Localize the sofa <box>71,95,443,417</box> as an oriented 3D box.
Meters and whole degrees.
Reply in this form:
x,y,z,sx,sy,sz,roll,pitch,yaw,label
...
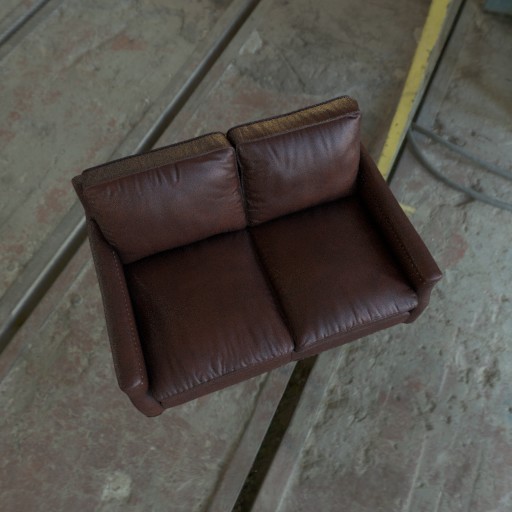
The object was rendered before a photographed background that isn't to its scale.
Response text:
x,y,z,sx,sy,sz,roll,pitch,yaw,label
0.000,0.000,2.324,1.628,1.003,1.083,-18,65,-8,sofa
